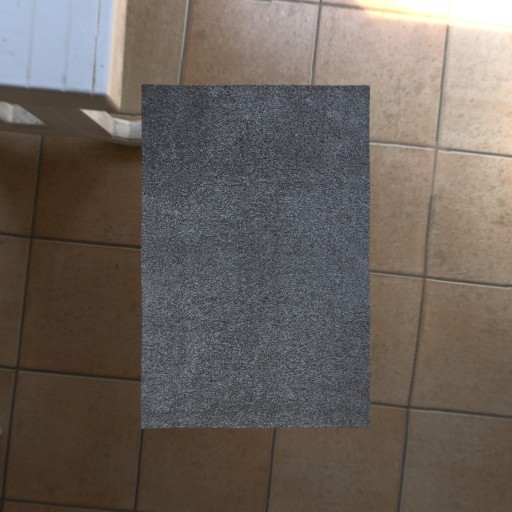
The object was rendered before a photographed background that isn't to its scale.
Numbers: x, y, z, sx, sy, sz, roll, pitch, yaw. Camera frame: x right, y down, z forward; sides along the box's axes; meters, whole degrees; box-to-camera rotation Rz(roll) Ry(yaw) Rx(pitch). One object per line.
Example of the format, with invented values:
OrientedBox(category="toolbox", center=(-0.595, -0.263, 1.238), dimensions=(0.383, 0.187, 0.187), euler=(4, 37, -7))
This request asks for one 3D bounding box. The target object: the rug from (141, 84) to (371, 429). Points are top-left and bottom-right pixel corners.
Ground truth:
OrientedBox(category="rug", center=(0.000, 0.000, 3.490), dimensions=(1.802, 0.026, 2.699), euler=(0, 90, -1))
